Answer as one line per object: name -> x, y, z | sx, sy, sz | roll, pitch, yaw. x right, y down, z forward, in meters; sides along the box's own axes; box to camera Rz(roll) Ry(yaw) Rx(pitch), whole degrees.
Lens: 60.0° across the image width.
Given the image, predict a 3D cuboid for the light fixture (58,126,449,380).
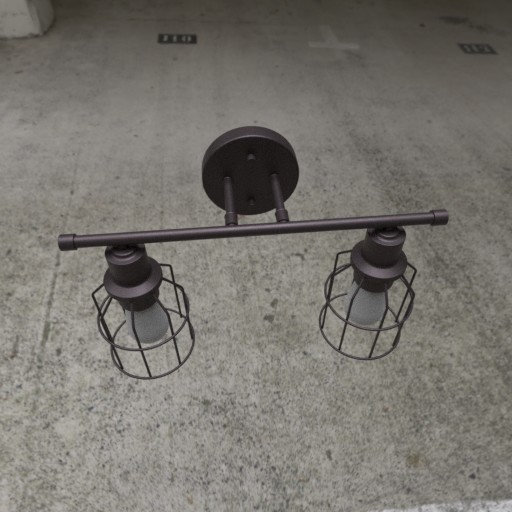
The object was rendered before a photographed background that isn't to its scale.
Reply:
light fixture -> 0.000, 0.000, 0.535 | 0.406, 0.254, 0.165 | -4, 47, -4
